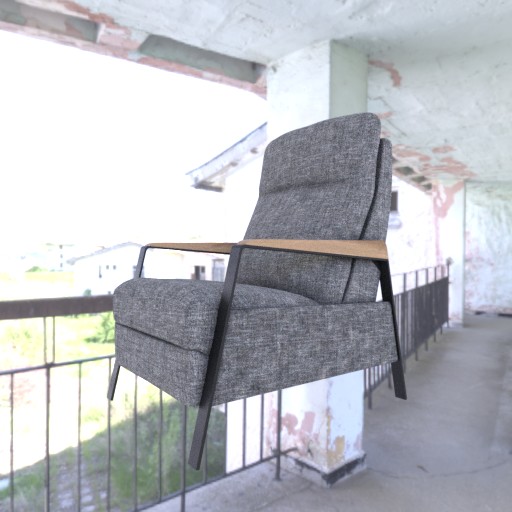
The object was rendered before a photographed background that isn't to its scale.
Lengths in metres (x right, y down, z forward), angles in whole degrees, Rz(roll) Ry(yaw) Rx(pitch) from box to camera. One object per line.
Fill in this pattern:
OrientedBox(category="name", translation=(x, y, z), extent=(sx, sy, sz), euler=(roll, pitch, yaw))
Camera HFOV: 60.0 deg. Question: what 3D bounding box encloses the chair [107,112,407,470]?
OrientedBox(category="chair", translation=(0.000, 0.000, 1.610), extent=(0.868, 1.042, 0.671), euler=(-1, 1, -37))
